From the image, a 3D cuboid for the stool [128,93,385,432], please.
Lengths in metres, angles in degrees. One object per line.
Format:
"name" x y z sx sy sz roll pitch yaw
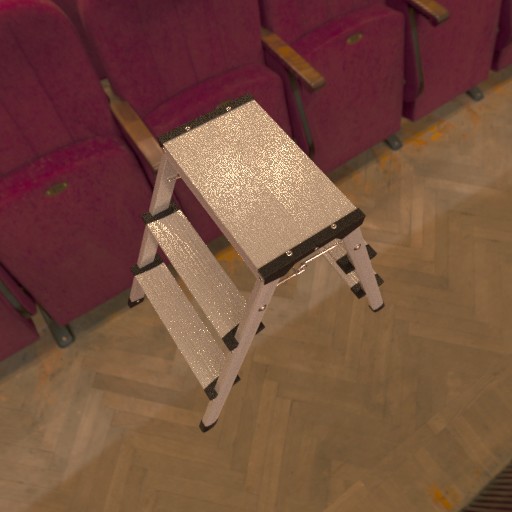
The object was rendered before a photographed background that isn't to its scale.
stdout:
"stool" 0.000 0.000 1.035 0.622 0.605 0.437 -31 66 -15
